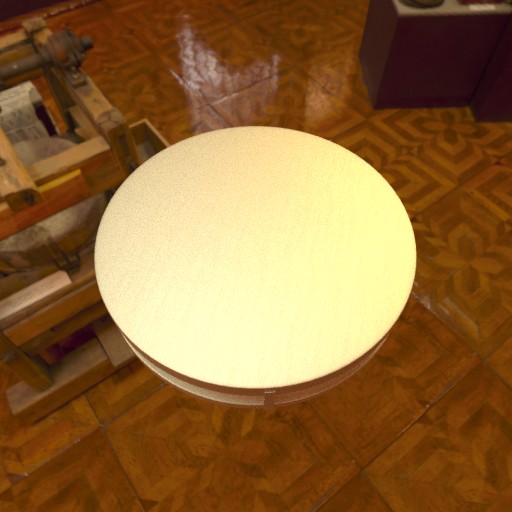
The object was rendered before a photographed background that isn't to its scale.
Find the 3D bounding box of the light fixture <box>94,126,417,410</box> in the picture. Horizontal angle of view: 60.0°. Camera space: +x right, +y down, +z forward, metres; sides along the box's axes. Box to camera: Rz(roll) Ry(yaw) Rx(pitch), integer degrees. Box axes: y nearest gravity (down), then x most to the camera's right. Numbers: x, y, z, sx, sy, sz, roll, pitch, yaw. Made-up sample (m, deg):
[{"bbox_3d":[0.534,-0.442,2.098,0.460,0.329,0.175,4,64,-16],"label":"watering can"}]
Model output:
[{"bbox_3d":[0.000,0.000,0.538,0.356,0.102,0.356,0,56,0],"label":"light fixture"}]
